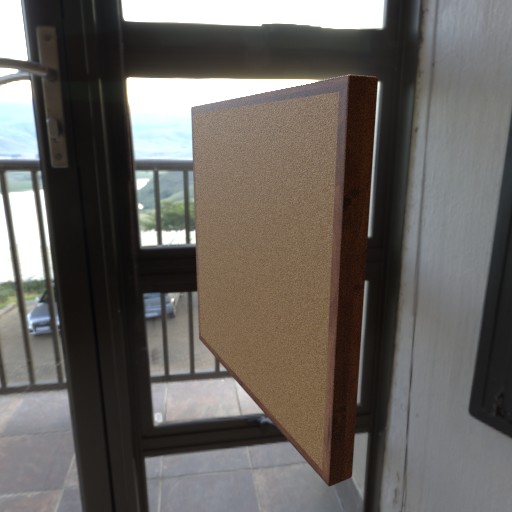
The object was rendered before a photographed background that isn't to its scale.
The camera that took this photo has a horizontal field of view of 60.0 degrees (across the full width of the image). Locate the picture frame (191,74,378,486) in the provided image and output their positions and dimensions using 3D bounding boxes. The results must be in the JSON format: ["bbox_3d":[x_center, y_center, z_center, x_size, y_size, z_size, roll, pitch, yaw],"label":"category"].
[{"bbox_3d":[0.000,0.000,0.522,0.028,0.356,0.352,-7,16,-26],"label":"picture frame"}]
